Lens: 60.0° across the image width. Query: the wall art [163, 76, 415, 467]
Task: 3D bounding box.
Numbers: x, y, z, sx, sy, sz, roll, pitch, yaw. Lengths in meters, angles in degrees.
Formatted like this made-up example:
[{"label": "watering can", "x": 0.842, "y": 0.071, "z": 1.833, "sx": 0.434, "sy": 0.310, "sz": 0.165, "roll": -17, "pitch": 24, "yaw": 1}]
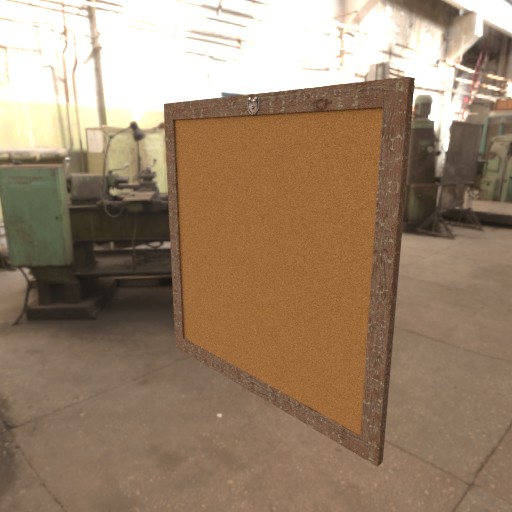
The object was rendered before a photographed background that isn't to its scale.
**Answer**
[{"label": "wall art", "x": 0.000, "y": 0.000, "z": 0.557, "sx": 0.012, "sy": 0.384, "sz": 0.384, "roll": -13, "pitch": 20, "yaw": -41}]
